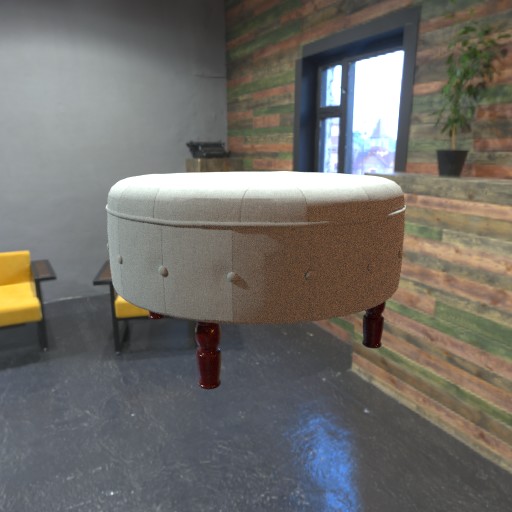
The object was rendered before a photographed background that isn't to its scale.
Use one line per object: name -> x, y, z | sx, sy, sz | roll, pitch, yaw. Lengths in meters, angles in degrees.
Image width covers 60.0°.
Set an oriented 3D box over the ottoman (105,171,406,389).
ottoman -> 0.000, 0.000, 1.355 | 0.850, 0.483, 0.850 | 0, 13, 0
